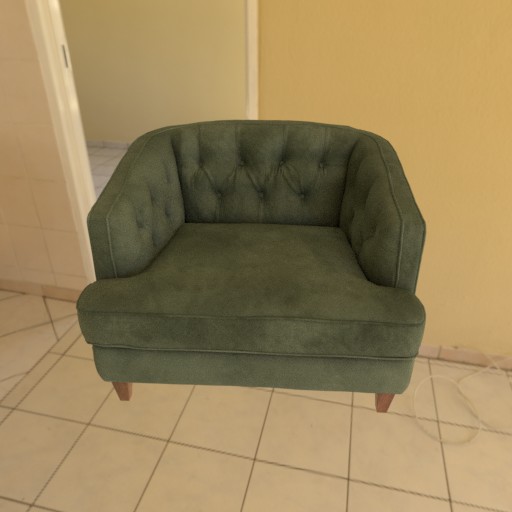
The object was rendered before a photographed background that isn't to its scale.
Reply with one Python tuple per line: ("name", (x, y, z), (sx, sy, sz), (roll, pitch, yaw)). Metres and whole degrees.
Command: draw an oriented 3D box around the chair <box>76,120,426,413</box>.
("chair", (0.000, 0.000, 1.739), (1.104, 0.852, 0.941), (2, 29, 3))
